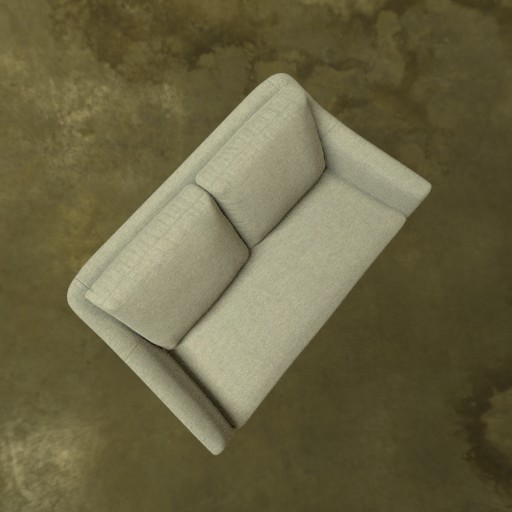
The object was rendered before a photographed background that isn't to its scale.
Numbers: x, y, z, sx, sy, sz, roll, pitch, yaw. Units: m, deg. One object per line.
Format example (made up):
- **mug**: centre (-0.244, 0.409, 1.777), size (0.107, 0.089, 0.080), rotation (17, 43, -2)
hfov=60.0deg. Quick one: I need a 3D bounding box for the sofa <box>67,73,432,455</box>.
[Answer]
- **sofa**: centre (0.000, 0.000, 2.240), size (0.960, 0.904, 1.619), rotation (39, 79, 9)
